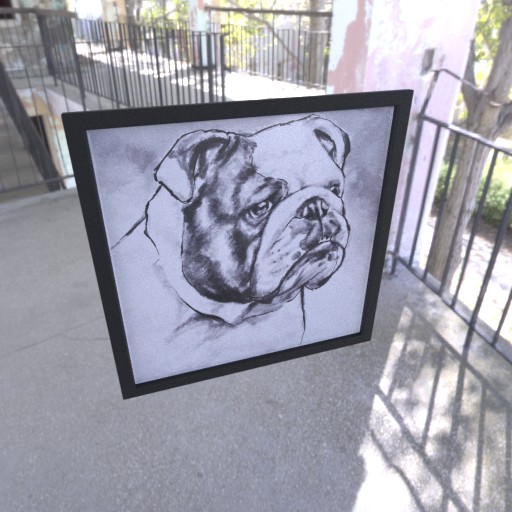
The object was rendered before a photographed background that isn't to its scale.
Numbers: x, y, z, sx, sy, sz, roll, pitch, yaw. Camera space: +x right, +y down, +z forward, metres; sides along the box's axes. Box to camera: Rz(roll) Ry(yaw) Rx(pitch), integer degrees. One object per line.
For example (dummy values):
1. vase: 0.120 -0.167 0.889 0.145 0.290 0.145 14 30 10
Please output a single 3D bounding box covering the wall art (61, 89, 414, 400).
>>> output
1. wall art: 0.000 0.000 0.972 0.663 0.659 0.016 -10 32 -16
